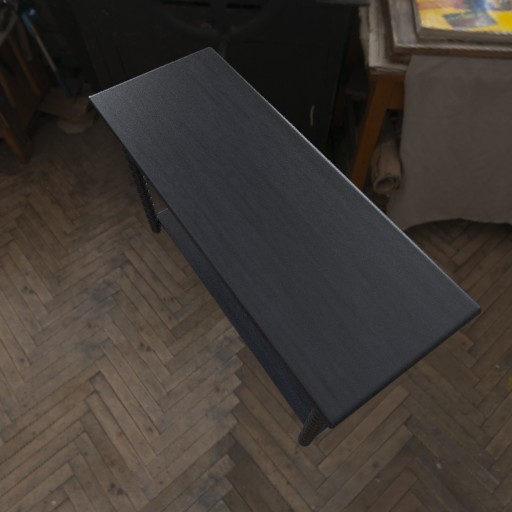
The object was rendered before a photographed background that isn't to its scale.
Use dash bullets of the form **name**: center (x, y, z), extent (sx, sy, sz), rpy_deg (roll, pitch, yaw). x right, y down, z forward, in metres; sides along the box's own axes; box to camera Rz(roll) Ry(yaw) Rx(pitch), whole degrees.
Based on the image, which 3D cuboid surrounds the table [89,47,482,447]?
- **table**: center (0.000, 0.000, 1.508), extent (0.459, 0.735, 1.184), rpy_deg (-31, 64, -17)
